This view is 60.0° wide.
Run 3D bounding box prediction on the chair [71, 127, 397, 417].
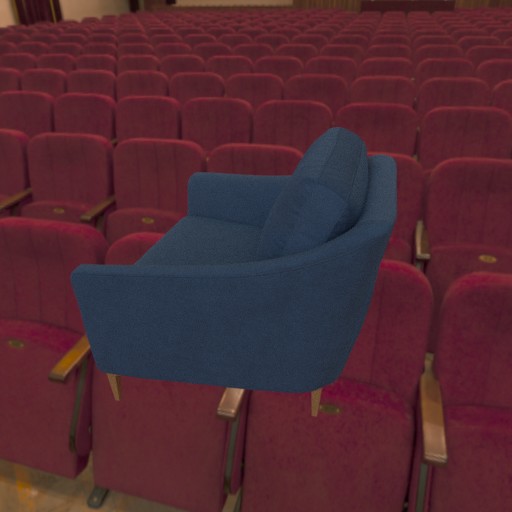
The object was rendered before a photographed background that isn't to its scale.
[{"bbox_3d":[0.000,0.000,1.726,0.961,0.899,0.987,8,30,14],"label":"chair"}]
